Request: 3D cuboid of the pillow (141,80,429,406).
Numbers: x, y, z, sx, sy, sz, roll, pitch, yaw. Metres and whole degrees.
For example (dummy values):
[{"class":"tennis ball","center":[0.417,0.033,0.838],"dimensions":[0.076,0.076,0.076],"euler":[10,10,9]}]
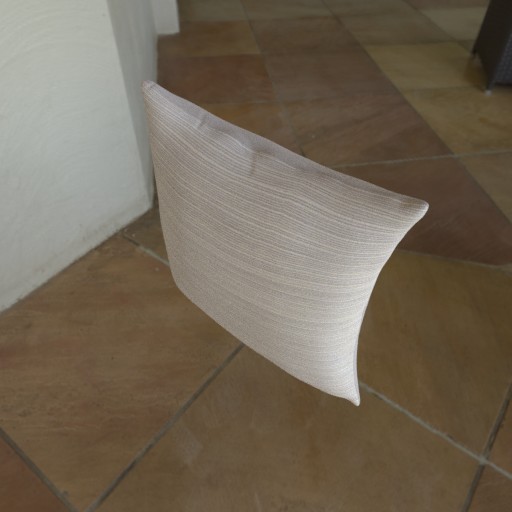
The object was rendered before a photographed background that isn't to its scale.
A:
[{"class":"pillow","center":[0.000,0.000,0.795],"dimensions":[0.512,0.497,0.204],"euler":[31,53,27]}]
